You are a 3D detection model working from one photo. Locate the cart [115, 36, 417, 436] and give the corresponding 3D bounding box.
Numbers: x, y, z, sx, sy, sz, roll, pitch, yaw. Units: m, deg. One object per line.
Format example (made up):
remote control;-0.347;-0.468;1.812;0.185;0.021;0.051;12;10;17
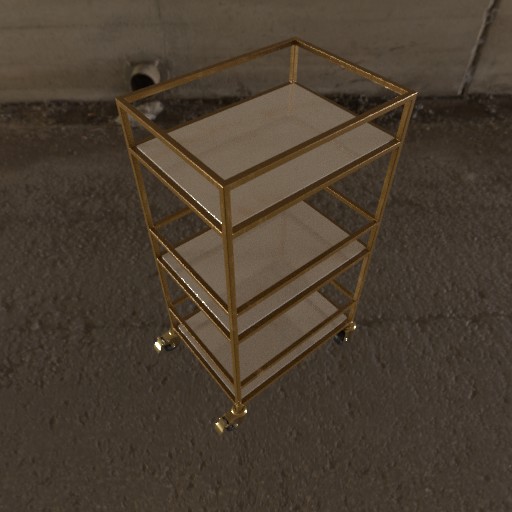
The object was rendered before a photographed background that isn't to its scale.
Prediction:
cart;0.000;0.000;1.010;0.483;0.761;0.332;-31;54;-25
